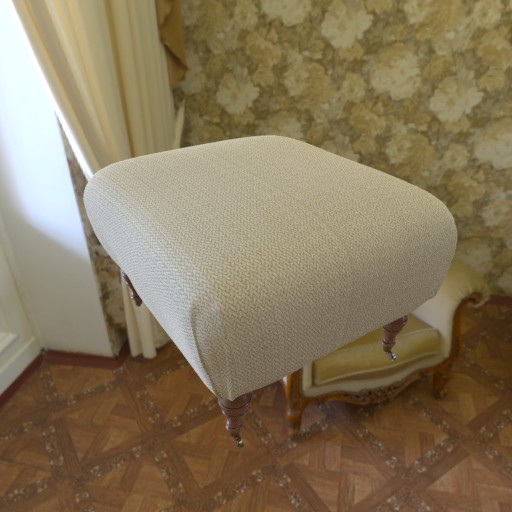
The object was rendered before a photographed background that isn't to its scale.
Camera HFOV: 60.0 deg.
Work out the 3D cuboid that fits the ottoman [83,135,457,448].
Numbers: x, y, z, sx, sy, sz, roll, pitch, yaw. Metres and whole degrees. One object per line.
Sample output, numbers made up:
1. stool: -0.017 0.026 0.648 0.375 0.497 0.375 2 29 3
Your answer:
1. ottoman: 0.000 0.000 1.067 0.622 0.447 0.684 -19 35 -29
